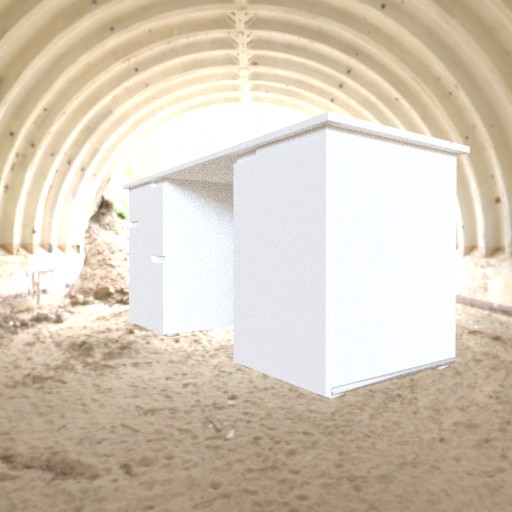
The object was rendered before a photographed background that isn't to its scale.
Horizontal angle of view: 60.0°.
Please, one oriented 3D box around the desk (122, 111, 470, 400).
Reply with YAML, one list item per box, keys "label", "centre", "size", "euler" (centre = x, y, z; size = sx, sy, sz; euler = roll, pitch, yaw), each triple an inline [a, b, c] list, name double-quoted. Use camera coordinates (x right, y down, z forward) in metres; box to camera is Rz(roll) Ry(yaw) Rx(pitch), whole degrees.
- label: "desk"
  centre: [0.000, 0.000, 1.969]
  size: [0.670, 0.760, 1.580]
  euler: [-1, 1, -35]
